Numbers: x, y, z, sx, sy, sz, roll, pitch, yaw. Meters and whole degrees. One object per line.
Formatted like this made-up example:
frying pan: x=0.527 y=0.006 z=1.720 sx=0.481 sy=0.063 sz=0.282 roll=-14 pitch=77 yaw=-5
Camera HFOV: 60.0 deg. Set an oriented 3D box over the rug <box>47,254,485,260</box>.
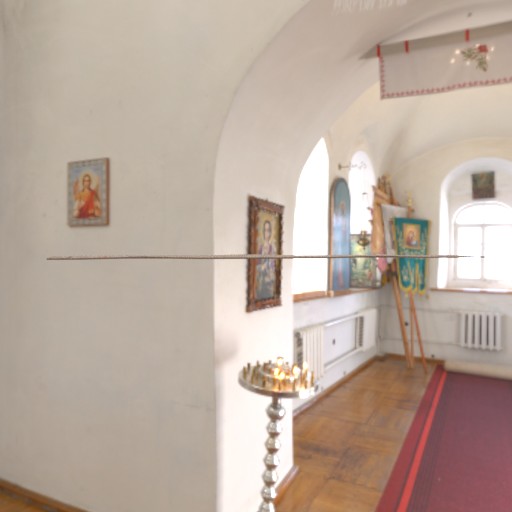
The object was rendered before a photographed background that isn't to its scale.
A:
rug: x=0.000 y=0.000 z=3.044 sx=2.439 sy=0.015 sz=1.524 roll=0 pitch=1 yaw=-19
